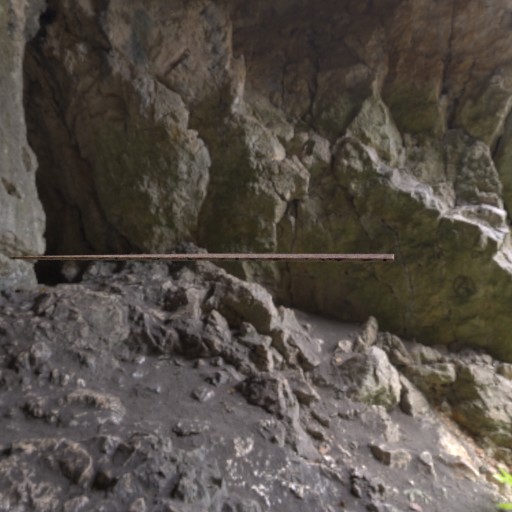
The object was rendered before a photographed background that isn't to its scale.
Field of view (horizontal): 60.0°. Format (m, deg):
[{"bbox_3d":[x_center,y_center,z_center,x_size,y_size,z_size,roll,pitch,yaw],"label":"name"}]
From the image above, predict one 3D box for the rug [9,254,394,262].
[{"bbox_3d":[0.000,0.000,4.112,2.446,0.020,3.215,0,1,17],"label":"rug"}]
